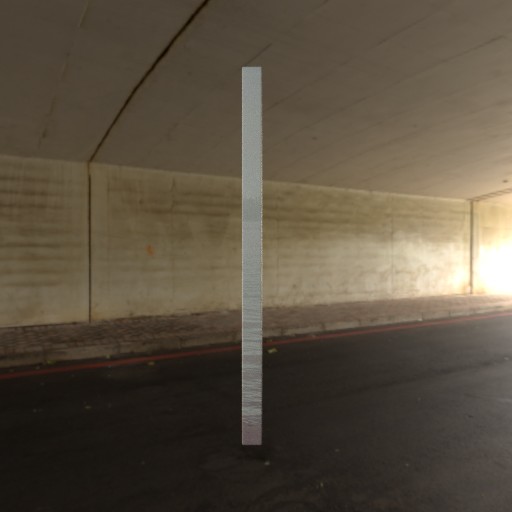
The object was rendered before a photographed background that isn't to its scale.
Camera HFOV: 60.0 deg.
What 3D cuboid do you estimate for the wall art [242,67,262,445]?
[{"bbox_3d":[0.000,0.000,0.787,0.021,0.410,0.615,0,0,1],"label":"wall art"}]
